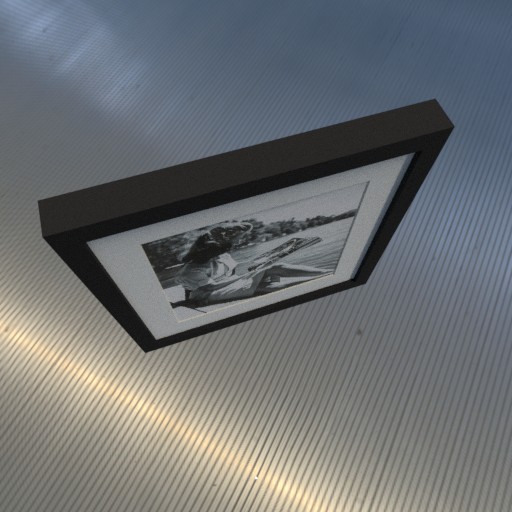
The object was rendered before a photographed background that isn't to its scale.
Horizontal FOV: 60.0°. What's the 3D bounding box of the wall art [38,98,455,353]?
[{"bbox_3d":[0.000,0.000,0.458,0.308,0.305,0.030,-16,65,-8],"label":"wall art"}]
